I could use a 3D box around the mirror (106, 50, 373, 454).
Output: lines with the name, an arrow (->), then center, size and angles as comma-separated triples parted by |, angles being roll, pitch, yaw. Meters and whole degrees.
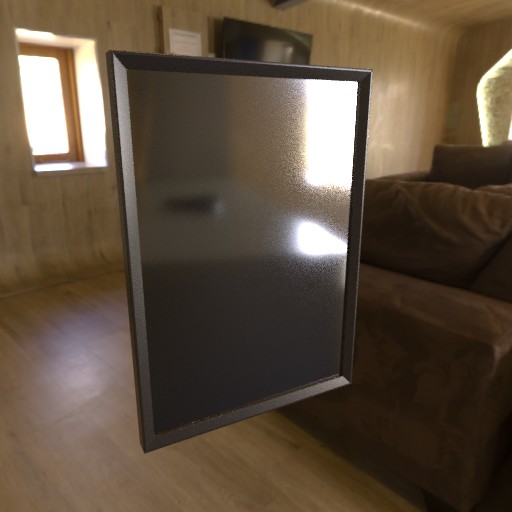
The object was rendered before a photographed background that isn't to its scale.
mirror -> 0.000, 0.000, 0.880 | 0.507, 0.710, 0.039 | -9, 18, -27
